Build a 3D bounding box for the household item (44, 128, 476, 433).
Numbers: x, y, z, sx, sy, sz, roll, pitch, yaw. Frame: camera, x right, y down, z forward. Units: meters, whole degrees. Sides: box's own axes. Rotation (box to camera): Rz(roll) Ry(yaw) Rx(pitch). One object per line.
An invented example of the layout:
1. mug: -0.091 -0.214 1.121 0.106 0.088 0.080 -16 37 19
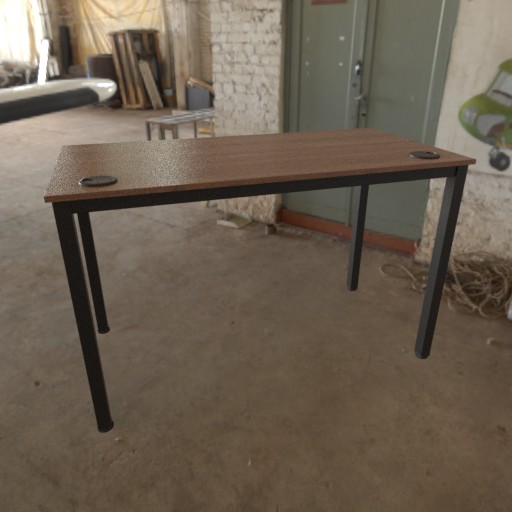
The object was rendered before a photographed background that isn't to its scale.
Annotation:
1. household item: 0.000 0.000 1.582 1.200 0.750 0.600 -8 26 -16
